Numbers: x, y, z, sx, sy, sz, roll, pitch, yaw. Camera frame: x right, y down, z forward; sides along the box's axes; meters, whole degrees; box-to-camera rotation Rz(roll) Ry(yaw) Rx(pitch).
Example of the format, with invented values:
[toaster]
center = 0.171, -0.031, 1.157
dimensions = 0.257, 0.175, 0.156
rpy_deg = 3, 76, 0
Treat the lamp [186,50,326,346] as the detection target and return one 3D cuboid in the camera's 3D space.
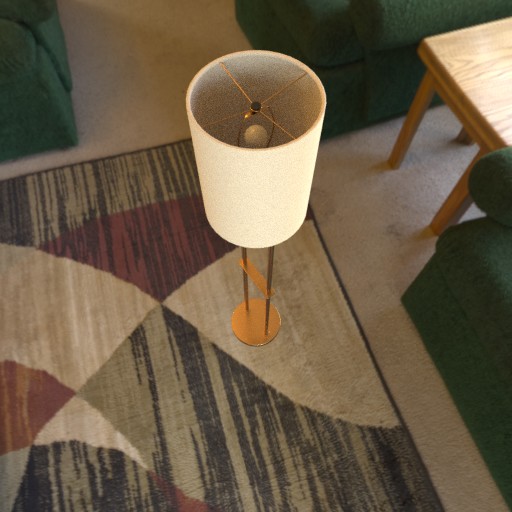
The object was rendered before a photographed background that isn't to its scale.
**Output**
[lamp]
center = 0.000, 0.000, 1.631
dimensions = 0.305, 1.500, 0.306
rpy_deg = -32, 67, -16
